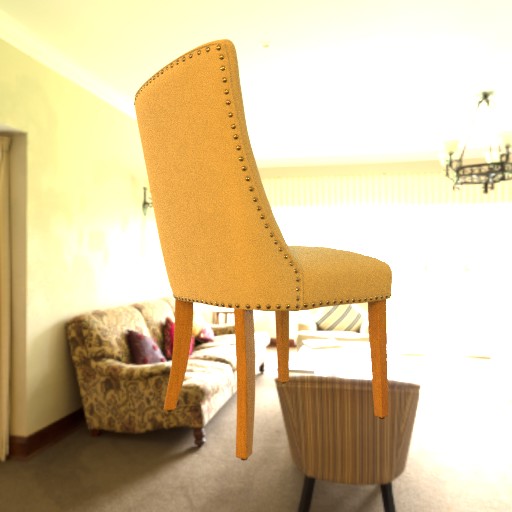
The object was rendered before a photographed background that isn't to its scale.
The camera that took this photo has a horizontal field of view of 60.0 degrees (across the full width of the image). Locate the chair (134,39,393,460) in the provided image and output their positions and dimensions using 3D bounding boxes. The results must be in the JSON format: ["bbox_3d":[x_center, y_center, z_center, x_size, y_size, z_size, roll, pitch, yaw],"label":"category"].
[{"bbox_3d":[0.000,0.000,1.238,0.610,0.902,0.495,0,0,-36],"label":"chair"}]
